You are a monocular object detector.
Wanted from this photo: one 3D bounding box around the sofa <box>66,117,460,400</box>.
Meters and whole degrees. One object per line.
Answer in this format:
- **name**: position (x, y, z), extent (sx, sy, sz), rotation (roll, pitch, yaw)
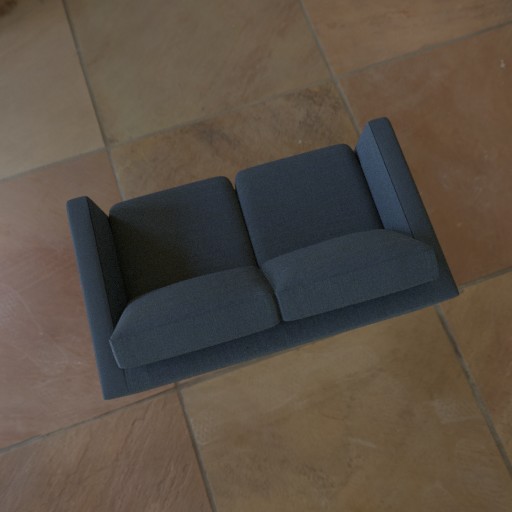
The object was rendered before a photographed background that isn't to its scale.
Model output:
- **sofa**: position (0.000, 0.000, 2.331), extent (1.659, 0.907, 0.999), rotation (-16, 77, -4)
